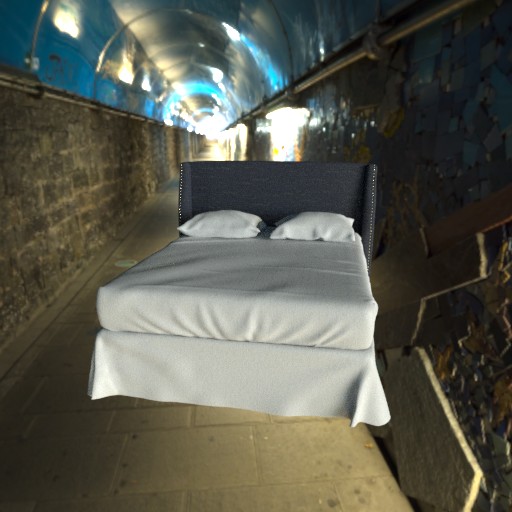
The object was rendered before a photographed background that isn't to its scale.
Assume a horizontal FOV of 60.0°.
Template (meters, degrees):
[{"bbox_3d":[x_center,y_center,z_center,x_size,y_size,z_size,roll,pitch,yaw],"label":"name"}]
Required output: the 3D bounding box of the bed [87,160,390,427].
[{"bbox_3d":[0.000,0.000,3.465,1.925,1.332,2.276,3,16,10],"label":"bed"}]
